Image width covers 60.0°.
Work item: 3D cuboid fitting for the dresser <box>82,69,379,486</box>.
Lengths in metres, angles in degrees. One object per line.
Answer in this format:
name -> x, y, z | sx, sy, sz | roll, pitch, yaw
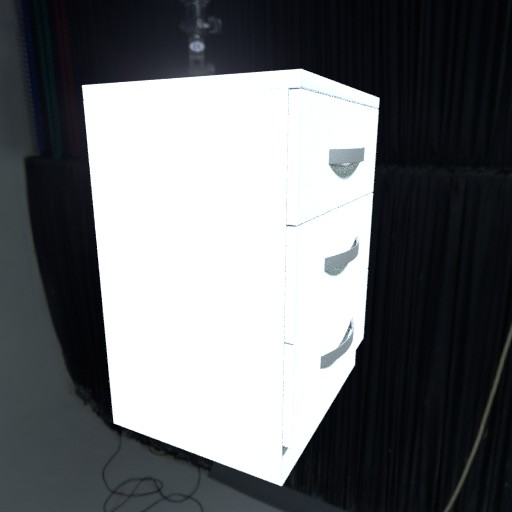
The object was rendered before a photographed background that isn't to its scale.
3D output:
dresser -> 0.000, 0.000, 0.804 | 0.360, 0.560, 0.400 | 7, 16, 26
